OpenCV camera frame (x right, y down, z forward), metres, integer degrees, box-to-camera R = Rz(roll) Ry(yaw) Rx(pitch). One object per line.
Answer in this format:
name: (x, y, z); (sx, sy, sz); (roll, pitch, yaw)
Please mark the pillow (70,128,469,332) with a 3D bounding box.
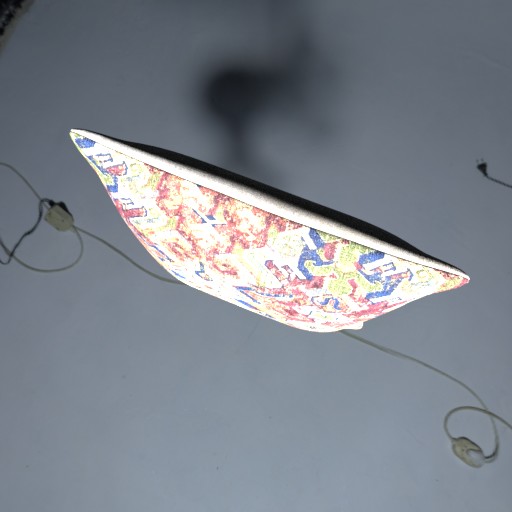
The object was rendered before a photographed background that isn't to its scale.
pillow: (0.000, 0.000, 0.772); (0.523, 0.506, 0.166); (21, 77, 5)
